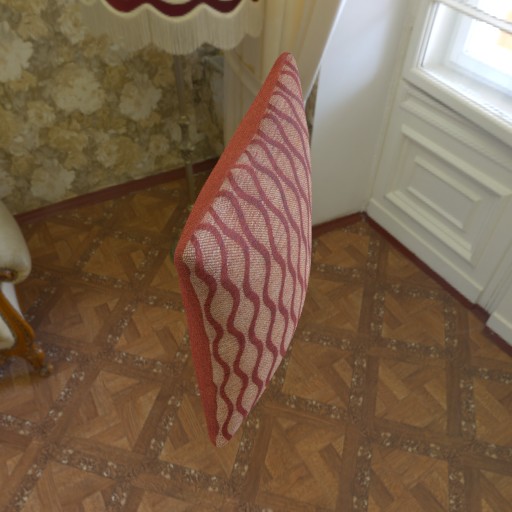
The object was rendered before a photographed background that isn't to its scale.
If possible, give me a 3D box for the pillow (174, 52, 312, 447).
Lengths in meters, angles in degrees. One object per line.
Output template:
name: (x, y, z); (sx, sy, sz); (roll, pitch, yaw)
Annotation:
pillow: (0.000, 0.000, 0.657); (0.159, 0.434, 0.429); (10, 47, 9)
